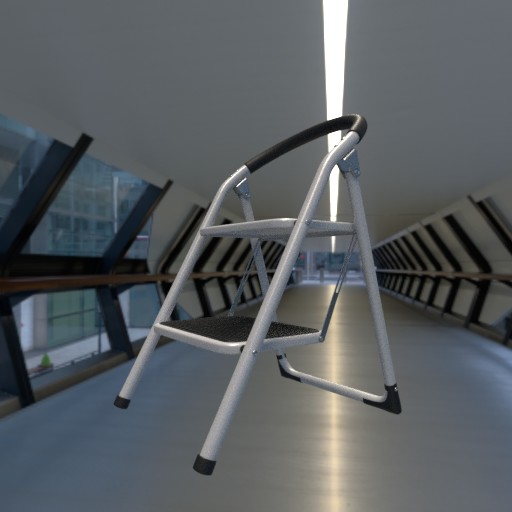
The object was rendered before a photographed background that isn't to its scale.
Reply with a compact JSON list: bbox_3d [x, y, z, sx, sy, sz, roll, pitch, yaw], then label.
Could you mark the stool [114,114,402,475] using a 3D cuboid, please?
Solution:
[{"bbox_3d":[0.000,0.000,1.086,0.559,0.760,0.453,0,-1,-36],"label":"stool"}]
